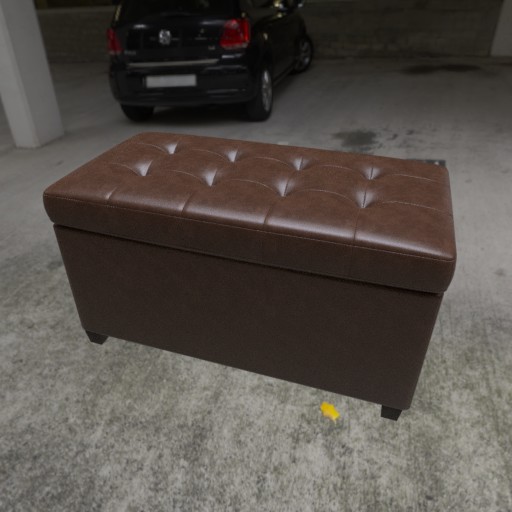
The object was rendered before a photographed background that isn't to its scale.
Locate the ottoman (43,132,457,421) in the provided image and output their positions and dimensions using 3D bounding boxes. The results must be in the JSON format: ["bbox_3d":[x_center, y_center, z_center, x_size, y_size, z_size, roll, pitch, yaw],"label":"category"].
[{"bbox_3d":[0.000,0.000,1.114,0.838,0.470,0.432,10,35,15],"label":"ottoman"}]
